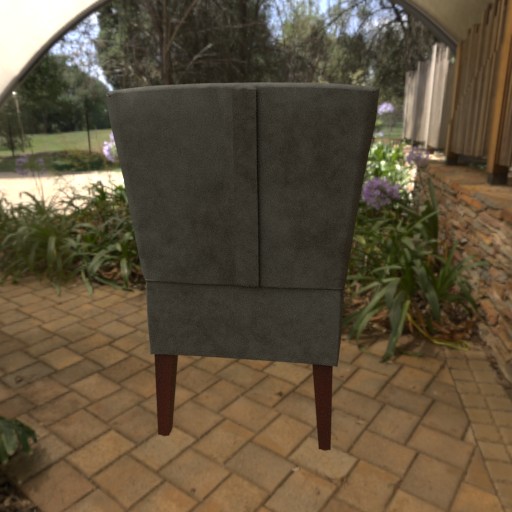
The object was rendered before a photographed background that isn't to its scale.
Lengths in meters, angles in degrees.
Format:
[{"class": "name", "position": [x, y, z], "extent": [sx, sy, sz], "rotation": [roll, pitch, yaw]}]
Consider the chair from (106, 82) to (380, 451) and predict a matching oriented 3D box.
[{"class": "chair", "position": [0.000, 0.000, 1.171], "extent": [0.521, 0.806, 0.554], "rotation": [2, 15, 8]}]
